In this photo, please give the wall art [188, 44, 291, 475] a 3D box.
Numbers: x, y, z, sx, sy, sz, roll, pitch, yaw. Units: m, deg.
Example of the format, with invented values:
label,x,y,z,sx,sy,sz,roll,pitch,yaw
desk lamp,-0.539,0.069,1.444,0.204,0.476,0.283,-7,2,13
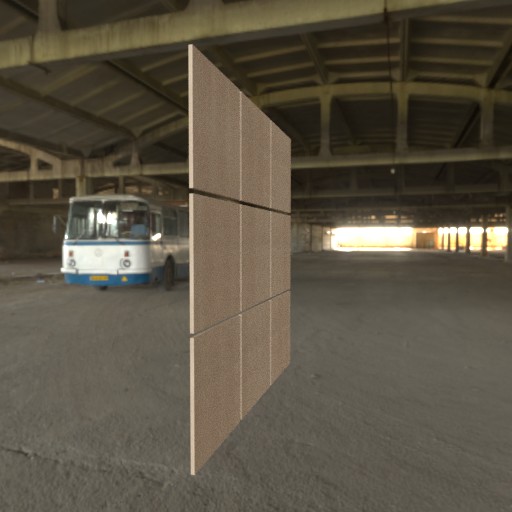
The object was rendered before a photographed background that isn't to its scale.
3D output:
label,x,y,z,sx,sy,sz,roll,pitch,yaw
wall art,0.000,0.000,1.834,0.013,1.218,1.219,1,2,17
